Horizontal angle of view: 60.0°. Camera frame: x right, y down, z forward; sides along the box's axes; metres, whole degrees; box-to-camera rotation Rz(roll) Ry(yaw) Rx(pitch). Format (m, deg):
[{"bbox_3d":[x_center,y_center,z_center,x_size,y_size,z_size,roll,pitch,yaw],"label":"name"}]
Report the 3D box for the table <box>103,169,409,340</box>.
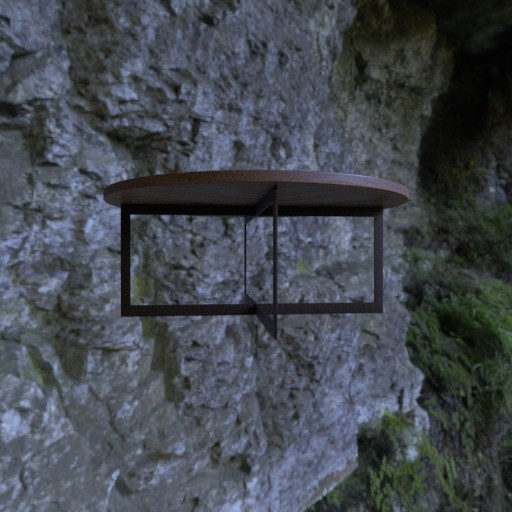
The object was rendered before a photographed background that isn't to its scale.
[{"bbox_3d":[0.000,0.000,1.941,1.264,0.516,1.264,0,0,0],"label":"table"}]
